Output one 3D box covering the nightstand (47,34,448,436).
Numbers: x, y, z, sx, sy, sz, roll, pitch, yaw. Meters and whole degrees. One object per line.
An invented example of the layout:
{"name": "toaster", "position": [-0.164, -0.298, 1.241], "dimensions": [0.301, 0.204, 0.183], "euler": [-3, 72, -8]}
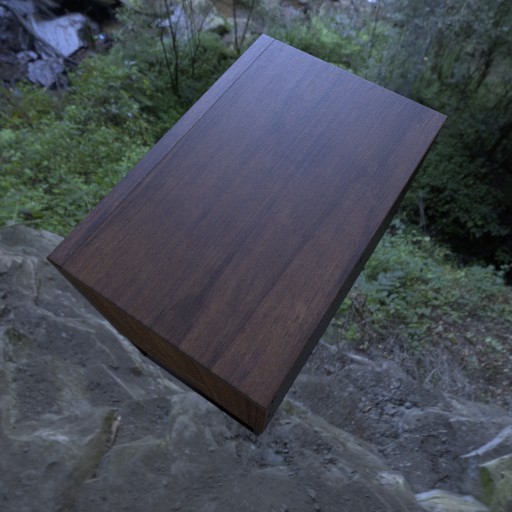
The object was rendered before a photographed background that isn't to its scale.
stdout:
{"name": "nightstand", "position": [0.000, 0.000, 1.020], "dimensions": [0.437, 0.610, 0.610], "euler": [31, 68, 14]}
